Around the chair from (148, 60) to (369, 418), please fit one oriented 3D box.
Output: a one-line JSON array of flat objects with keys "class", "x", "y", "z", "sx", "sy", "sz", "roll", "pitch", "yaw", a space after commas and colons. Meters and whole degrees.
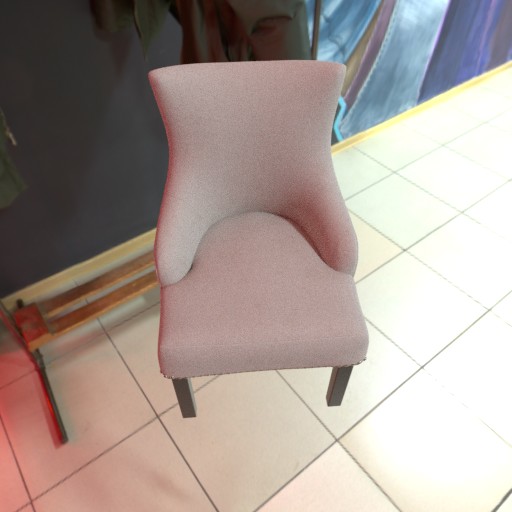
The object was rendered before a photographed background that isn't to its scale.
[{"class": "chair", "x": 0.000, "y": 0.000, "z": 1.297, "sx": 0.566, "sy": 0.909, "sz": 0.629, "roll": -3, "pitch": 47, "yaw": -3}]
